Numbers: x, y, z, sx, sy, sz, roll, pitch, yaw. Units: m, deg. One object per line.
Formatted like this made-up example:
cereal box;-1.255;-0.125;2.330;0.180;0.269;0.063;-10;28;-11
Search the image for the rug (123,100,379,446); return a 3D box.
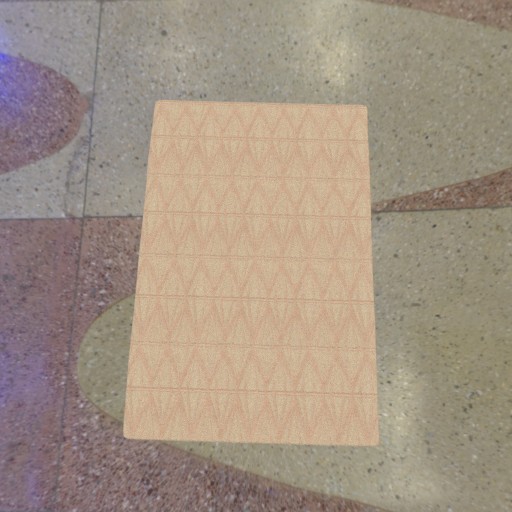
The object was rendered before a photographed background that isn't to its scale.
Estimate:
rug;0.000;0.000;3.039;1.609;0.015;2.390;2;76;0
